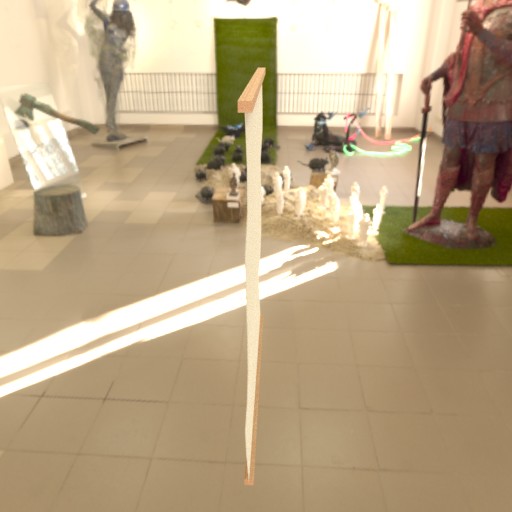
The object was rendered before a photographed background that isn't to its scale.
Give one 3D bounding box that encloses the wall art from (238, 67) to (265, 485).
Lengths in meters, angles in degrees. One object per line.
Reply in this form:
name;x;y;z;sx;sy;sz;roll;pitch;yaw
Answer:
wall art;0.000;0.000;0.682;0.013;0.508;0.406;1;27;2
